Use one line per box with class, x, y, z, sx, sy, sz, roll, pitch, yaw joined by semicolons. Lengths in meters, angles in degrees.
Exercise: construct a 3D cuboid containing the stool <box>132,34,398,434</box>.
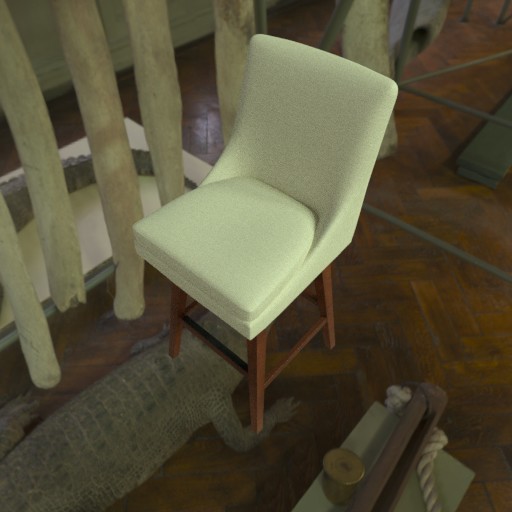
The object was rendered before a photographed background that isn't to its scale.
stool;0.000;0.000;1.387;0.470;1.097;0.559;33;56;27
